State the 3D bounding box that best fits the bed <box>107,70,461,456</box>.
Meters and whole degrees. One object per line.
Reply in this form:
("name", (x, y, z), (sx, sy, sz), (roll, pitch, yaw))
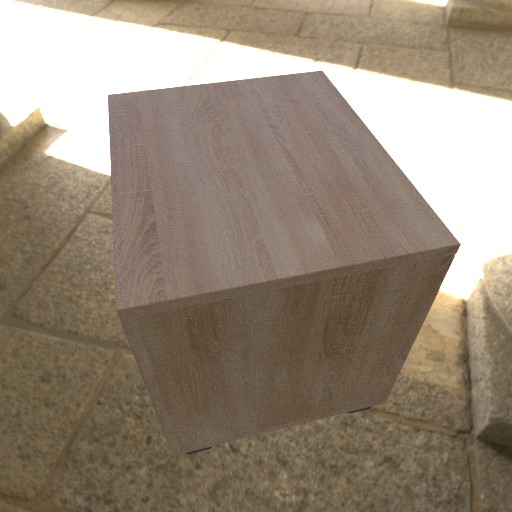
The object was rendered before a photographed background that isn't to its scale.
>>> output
("bed", (0.000, 0.000, 0.777), (0.401, 0.420, 0.460), (-10, 48, -10))
